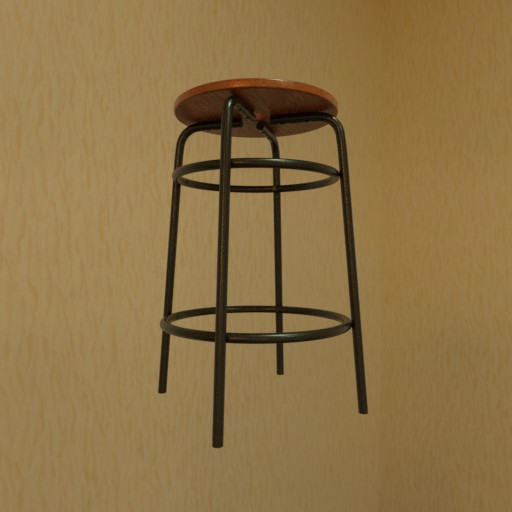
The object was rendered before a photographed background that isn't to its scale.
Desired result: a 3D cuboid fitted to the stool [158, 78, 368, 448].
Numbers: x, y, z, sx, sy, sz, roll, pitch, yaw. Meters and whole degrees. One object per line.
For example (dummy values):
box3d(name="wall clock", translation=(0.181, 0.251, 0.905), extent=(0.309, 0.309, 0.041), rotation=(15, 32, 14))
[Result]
box3d(name="stool", translation=(0.000, 0.000, 0.923), extent=(0.455, 0.610, 0.455), rotation=(0, 1, 17))
